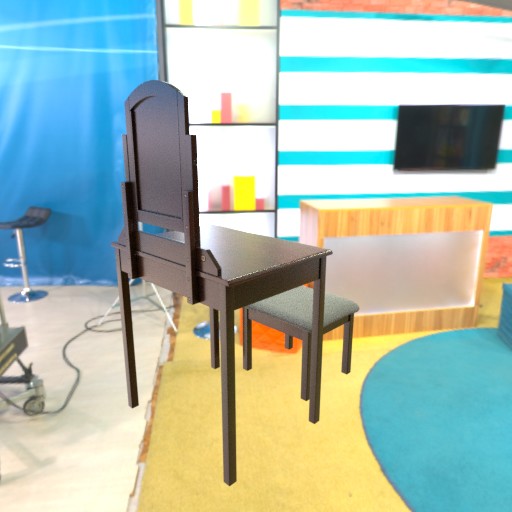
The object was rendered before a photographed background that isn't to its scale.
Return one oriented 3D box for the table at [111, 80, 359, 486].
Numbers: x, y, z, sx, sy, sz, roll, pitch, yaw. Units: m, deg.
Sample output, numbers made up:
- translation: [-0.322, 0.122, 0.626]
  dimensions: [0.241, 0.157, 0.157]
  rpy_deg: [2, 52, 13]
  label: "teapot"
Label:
- translation: [0.000, 0.000, 2.324]
  dimensions: [0.876, 1.631, 1.211]
  rpy_deg: [15, 21, 43]
  label: "table"
